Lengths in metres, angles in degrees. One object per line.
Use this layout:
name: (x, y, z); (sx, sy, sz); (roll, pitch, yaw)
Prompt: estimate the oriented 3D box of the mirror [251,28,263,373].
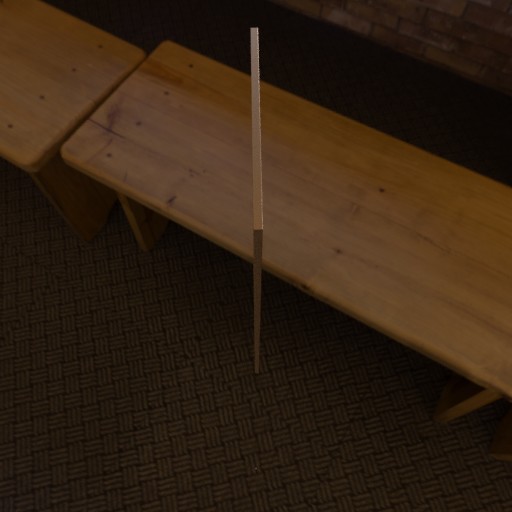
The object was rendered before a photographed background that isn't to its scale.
mirror: (0.000, 0.000, 2.305); (0.025, 2.031, 0.812); (-1, 64, 0)
